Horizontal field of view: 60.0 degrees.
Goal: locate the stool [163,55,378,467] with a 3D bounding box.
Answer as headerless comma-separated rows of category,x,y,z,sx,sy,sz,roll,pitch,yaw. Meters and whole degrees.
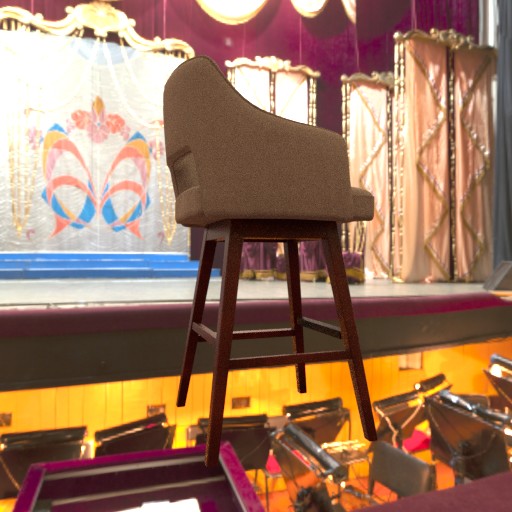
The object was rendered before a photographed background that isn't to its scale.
stool,0.000,0.000,1.348,0.558,1.012,0.548,0,0,-19
